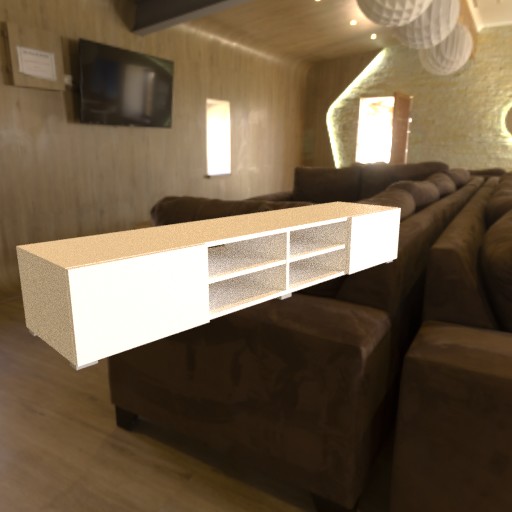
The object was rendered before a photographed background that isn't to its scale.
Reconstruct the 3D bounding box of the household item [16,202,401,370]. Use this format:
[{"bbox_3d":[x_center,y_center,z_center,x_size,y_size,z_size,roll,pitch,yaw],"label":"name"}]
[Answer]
[{"bbox_3d":[0.000,0.000,2.011,1.850,0.310,0.420,-13,19,-43],"label":"household item"}]
